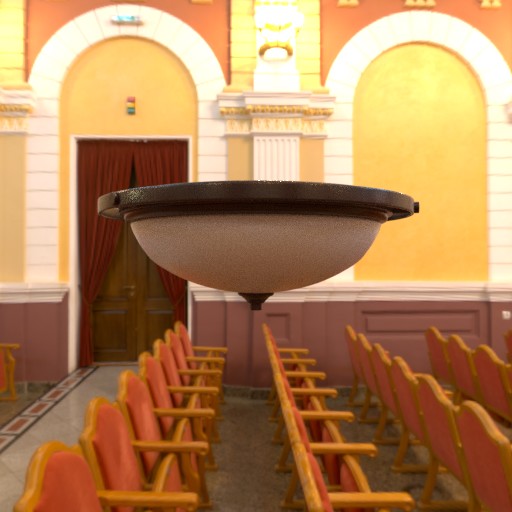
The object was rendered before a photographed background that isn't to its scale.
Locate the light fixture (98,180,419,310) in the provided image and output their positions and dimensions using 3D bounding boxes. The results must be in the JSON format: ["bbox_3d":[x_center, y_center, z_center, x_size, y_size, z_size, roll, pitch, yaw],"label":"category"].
[{"bbox_3d":[0.000,0.000,0.537,0.361,0.130,0.361,0,0,0],"label":"light fixture"}]
